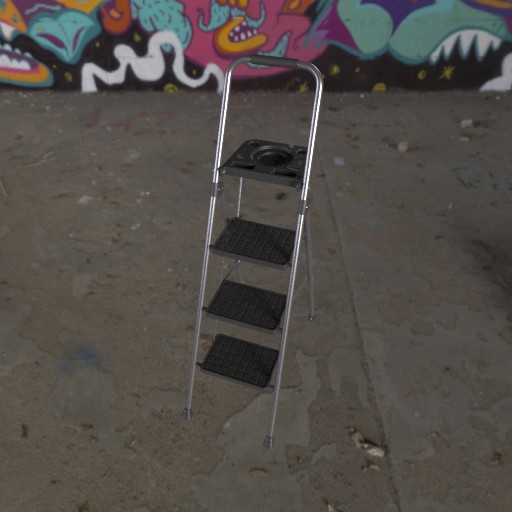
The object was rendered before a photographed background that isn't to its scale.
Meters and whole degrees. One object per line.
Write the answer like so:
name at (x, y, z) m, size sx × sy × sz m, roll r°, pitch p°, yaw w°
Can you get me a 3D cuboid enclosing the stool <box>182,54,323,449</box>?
stool at (0.000, 0.000, 1.605) m, size 0.396 × 1.277 × 0.733 m, roll 13°, pitch 43°, yaw 15°
